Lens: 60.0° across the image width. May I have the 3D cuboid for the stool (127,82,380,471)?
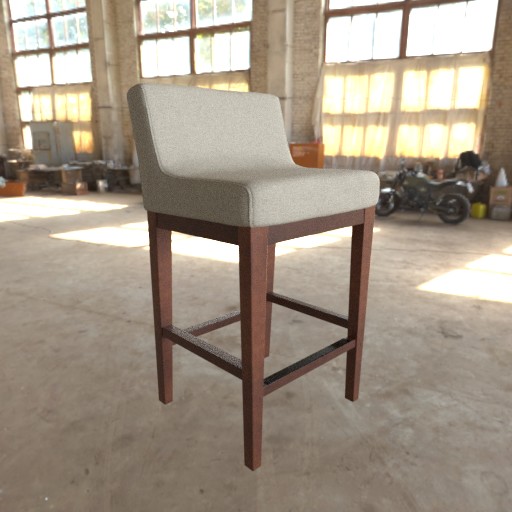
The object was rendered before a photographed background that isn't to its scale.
[{"bbox_3d":[0.000,0.000,1.278,0.511,0.937,0.500,-14,20,-42],"label":"stool"}]
